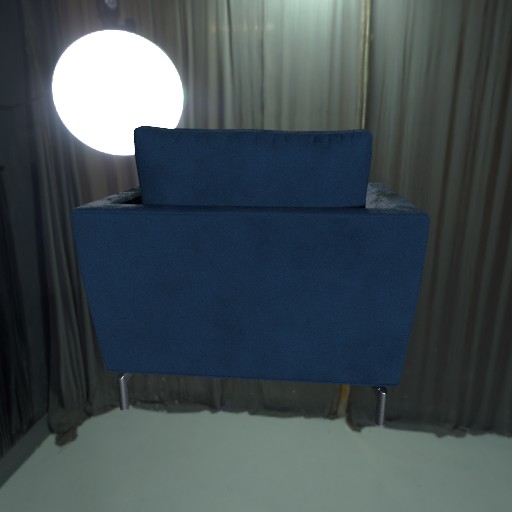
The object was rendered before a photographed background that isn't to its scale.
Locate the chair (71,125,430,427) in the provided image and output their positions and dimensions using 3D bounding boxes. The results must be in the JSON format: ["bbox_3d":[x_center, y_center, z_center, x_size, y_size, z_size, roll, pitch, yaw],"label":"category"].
[{"bbox_3d":[0.000,0.000,1.581,0.977,0.893,0.746,2,16,5],"label":"chair"}]
